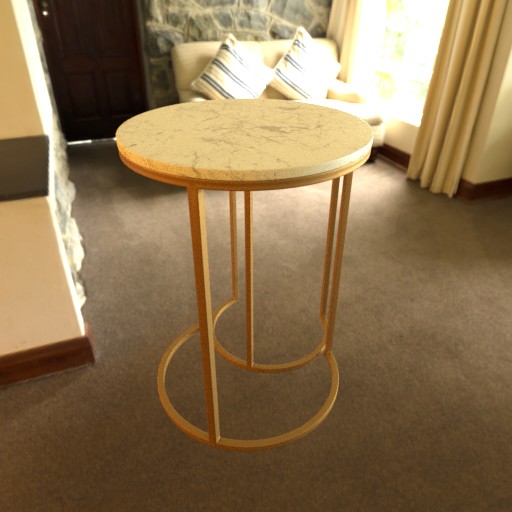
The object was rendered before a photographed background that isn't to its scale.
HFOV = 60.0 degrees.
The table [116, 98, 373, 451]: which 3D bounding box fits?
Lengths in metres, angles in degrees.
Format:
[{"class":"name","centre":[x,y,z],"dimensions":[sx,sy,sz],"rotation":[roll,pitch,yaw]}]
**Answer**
[{"class":"table","centre":[0.000,0.000,0.895],"dimensions":[0.400,0.550,0.507],"rotation":[10,33,16]}]
